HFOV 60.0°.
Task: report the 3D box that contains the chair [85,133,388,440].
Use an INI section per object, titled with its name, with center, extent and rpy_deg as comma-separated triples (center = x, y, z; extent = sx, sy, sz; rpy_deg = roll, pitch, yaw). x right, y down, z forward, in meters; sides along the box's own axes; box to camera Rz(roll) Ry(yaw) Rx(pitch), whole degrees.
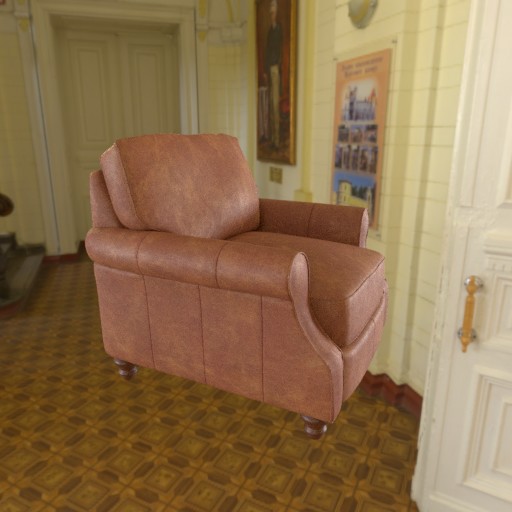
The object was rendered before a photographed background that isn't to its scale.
[chair]
center = 0.000, 0.000, 1.800
extent = 0.986, 0.962, 0.983
rpy_deg = 8, 18, 25
